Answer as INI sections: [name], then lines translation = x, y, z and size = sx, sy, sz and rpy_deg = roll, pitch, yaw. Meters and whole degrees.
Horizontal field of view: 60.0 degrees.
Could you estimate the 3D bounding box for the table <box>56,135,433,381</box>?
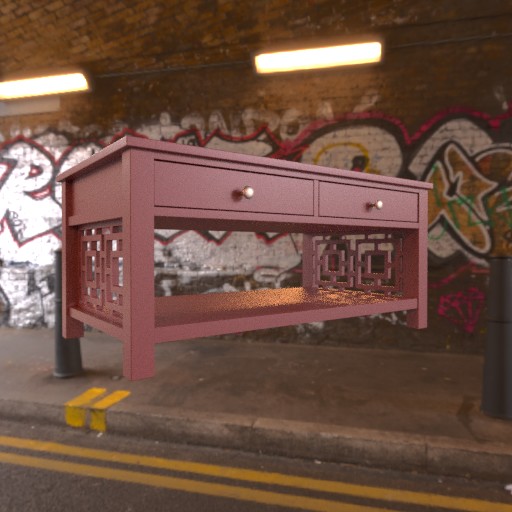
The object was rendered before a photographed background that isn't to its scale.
[table]
translation = 0.000, 0.000, 1.432
size = 1.068, 0.493, 0.612
rpy_deg = -1, 1, -36
